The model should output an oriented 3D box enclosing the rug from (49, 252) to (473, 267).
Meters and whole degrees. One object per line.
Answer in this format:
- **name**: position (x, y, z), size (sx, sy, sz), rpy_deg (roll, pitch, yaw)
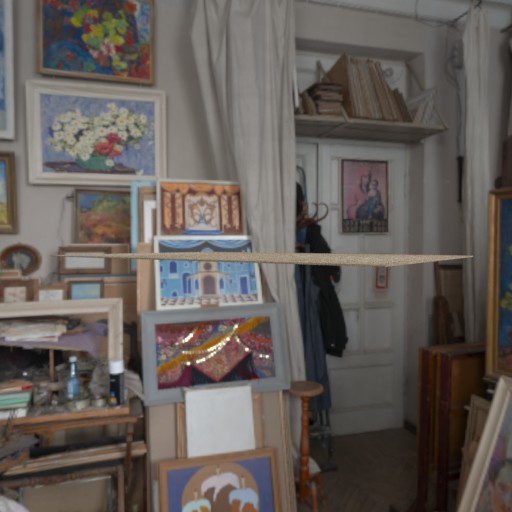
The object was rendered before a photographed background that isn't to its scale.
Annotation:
- **rug**: position (0.000, 0.000, 2.297), size (1.827, 0.006, 1.221), rpy_deg (1, 2, 37)
